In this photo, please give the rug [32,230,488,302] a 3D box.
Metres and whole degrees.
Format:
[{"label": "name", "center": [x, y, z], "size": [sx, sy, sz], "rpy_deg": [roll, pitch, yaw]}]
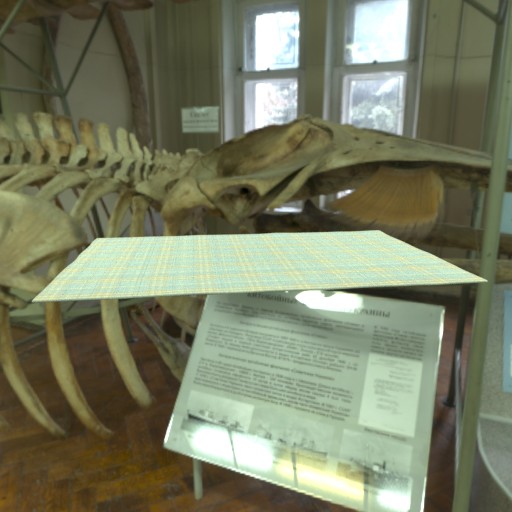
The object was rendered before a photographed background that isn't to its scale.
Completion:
[{"label": "rug", "center": [0.000, 0.000, 3.092], "size": [2.460, 0.016, 1.545], "rpy_deg": [-2, 14, -8]}]
